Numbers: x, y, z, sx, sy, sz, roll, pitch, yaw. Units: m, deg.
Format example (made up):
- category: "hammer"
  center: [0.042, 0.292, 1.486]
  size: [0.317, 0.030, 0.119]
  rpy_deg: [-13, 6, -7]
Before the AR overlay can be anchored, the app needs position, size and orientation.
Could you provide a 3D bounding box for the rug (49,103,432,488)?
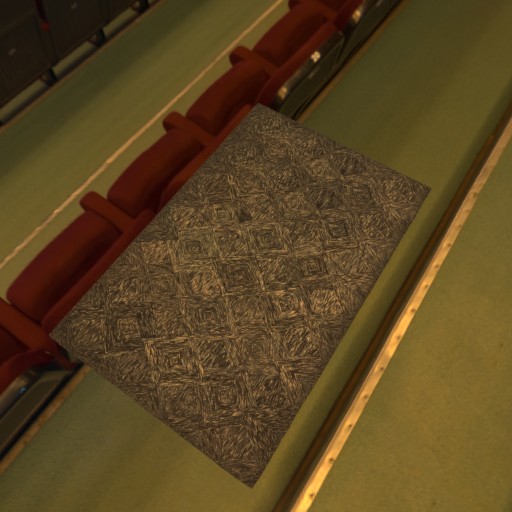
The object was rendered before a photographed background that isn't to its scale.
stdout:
- category: "rug"
  center: [0.000, 0.000, 2.231]
  size: [1.139, 0.010, 1.754]
  rpy_deg: [31, 67, 14]
